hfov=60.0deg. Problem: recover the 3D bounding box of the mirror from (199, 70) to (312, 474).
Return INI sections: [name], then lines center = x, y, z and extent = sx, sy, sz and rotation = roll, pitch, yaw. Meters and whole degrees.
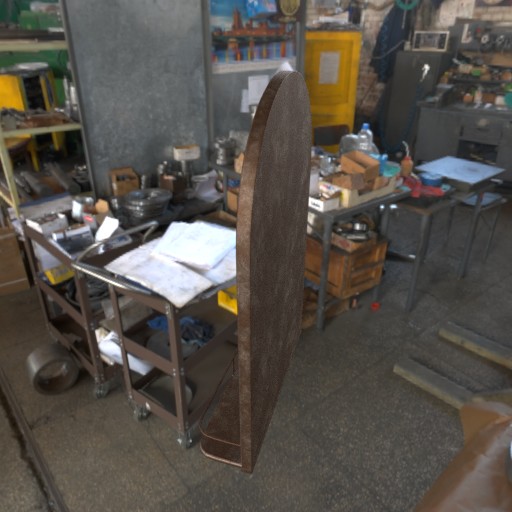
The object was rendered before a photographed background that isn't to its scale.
[mirror]
center = 0.000, 0.000, 0.993
extent = 0.137, 0.770, 0.510
rotation = 8, 29, 15
